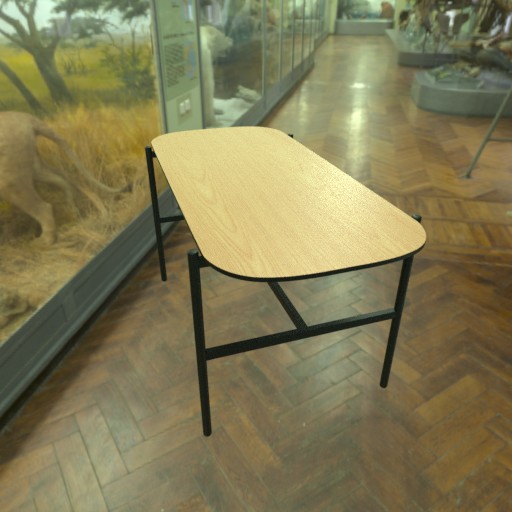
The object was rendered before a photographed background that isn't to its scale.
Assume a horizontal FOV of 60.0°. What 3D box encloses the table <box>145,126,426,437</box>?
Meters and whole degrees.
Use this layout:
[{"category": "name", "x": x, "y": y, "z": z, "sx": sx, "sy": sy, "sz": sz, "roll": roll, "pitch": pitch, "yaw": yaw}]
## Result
[{"category": "table", "x": 0.000, "y": 0.000, "z": 1.031, "sx": 0.400, "sy": 0.400, "sz": 0.800, "roll": -9, "pitch": 31, "yaw": -16}]
